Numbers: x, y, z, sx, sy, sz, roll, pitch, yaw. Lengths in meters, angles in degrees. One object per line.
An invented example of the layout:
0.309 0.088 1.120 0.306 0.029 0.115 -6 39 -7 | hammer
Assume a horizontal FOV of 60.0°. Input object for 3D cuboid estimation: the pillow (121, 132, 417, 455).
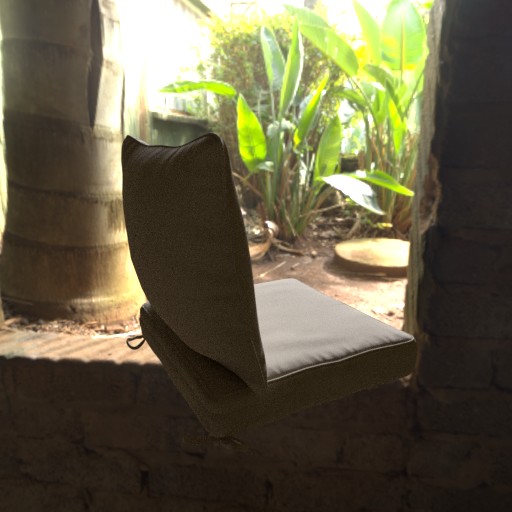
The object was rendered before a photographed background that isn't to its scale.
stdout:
0.000 0.000 1.352 0.733 0.716 0.798 -8 17 -27 | pillow
